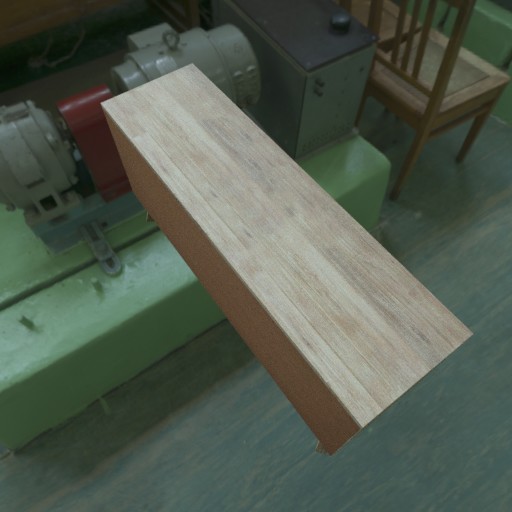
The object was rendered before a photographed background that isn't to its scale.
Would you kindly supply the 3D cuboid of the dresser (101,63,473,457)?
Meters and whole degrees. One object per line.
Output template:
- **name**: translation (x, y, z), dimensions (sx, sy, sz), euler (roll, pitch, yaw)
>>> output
- **dresser**: translation (0.000, 0.000, 1.935), dimensions (0.455, 0.788, 1.602), euler (-32, 64, -18)
